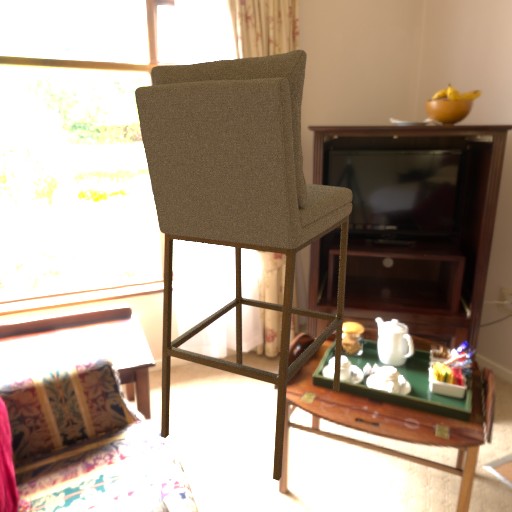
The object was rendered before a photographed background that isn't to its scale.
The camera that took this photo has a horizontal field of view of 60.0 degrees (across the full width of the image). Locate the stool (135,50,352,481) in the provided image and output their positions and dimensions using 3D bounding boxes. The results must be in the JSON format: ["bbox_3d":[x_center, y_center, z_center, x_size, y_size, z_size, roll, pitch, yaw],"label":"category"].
[{"bbox_3d":[0.000,0.000,1.421,0.463,1.132,0.569,8,17,26],"label":"stool"}]
